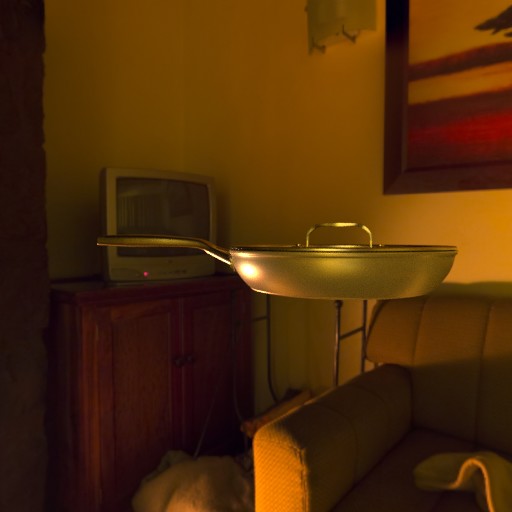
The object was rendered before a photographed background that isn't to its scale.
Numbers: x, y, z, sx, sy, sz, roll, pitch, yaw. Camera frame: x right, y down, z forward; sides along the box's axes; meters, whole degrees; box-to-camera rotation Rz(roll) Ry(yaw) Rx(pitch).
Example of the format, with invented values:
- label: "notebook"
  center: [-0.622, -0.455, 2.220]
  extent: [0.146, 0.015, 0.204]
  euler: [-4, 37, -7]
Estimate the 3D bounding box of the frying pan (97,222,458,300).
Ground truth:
- label: "frying pan"
  center: [0.000, 0.000, 0.589]
  extent: [0.490, 0.086, 0.272]
  euler: [1, 2, 19]
